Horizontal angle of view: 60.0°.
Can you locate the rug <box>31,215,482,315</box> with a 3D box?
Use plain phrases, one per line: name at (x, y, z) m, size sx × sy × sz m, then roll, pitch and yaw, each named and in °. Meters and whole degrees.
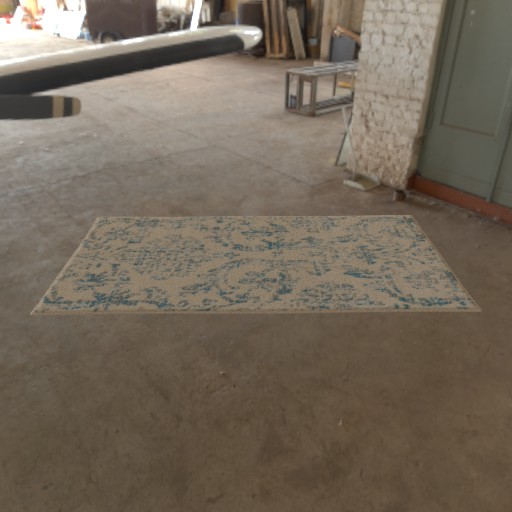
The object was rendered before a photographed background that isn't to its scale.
rug at (0.000, 0.000, 1.454) m, size 1.220 × 0.007 × 0.605 m, roll 0°, pitch 31°, yaw -1°
